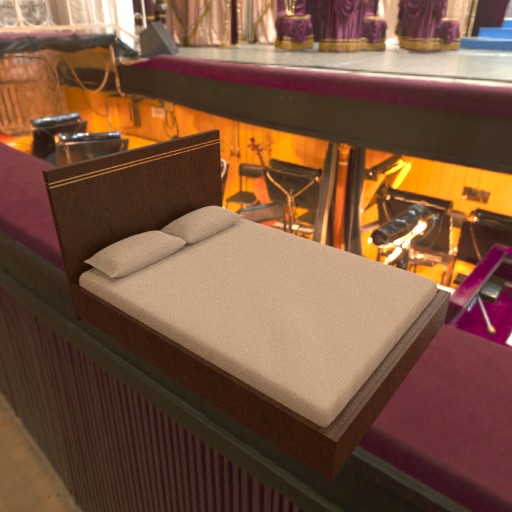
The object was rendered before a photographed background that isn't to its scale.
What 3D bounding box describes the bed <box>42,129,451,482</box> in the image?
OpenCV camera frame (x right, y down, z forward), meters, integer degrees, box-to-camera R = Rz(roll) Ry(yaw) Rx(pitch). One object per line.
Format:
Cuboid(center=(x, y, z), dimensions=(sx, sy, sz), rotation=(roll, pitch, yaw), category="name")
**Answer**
Cuboid(center=(0.000, 0.000, 3.050), dimensions=(2.221, 1.169, 1.613), rotation=(20, 34, 34), category="bed")
